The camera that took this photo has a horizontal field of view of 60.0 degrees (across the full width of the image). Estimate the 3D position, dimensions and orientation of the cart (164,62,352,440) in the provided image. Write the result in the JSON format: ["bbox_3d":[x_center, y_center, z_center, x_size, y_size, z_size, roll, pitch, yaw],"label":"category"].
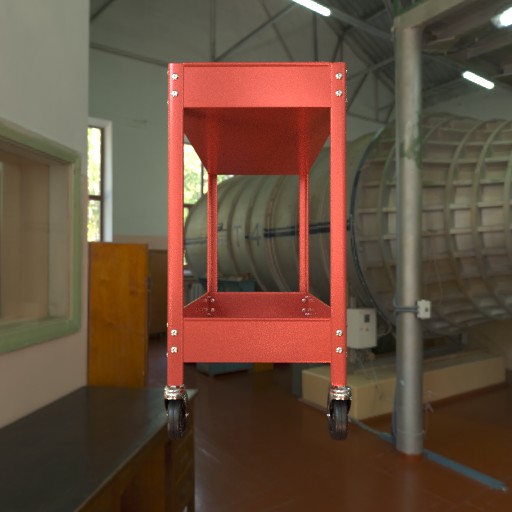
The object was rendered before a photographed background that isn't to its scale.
[{"bbox_3d":[0.000,0.000,1.205,0.366,0.719,0.779,0,-1,0],"label":"cart"}]
